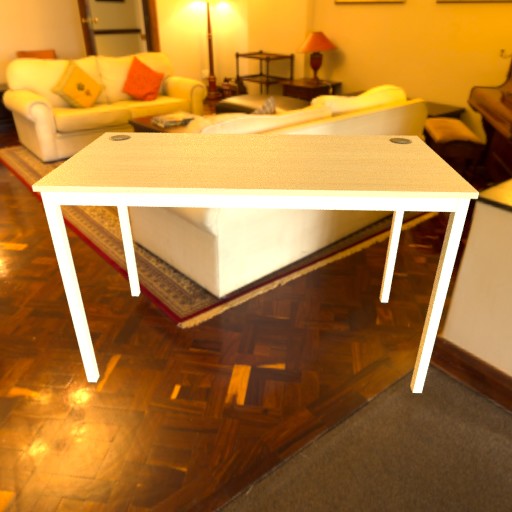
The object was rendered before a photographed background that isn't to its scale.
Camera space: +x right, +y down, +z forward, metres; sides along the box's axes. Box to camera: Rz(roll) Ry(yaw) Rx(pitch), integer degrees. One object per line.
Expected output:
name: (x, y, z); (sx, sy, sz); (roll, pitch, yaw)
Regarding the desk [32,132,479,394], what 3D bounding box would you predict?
desk: (0.000, 0.000, 1.630); (1.200, 0.750, 0.600); (1, 29, 2)
